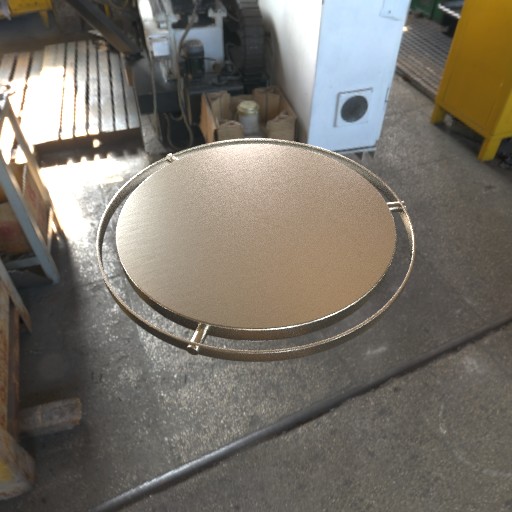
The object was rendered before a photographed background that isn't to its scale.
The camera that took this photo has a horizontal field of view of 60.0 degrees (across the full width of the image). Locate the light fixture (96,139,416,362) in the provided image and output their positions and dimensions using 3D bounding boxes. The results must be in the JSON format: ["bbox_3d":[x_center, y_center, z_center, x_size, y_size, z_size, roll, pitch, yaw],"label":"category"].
[{"bbox_3d":[0.000,0.000,0.558,0.361,0.130,0.361,0,45,0],"label":"light fixture"}]
